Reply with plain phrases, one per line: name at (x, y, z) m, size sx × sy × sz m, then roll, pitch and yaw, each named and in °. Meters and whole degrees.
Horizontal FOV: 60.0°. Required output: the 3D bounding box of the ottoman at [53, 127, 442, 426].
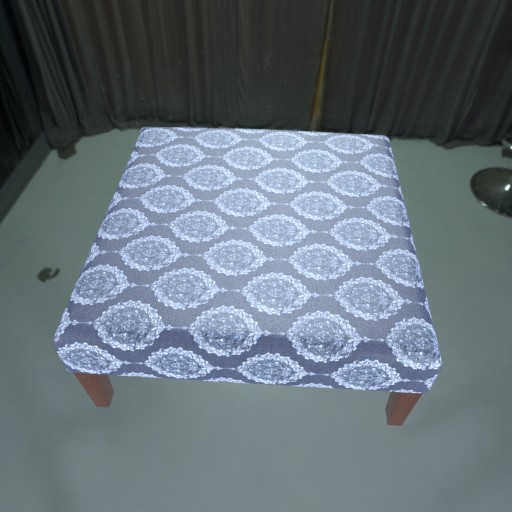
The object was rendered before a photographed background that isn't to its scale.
ottoman at (0.000, 0.000, 1.396) m, size 0.890 × 0.409 × 0.889 m, roll 3°, pitch 48°, yaw 2°
